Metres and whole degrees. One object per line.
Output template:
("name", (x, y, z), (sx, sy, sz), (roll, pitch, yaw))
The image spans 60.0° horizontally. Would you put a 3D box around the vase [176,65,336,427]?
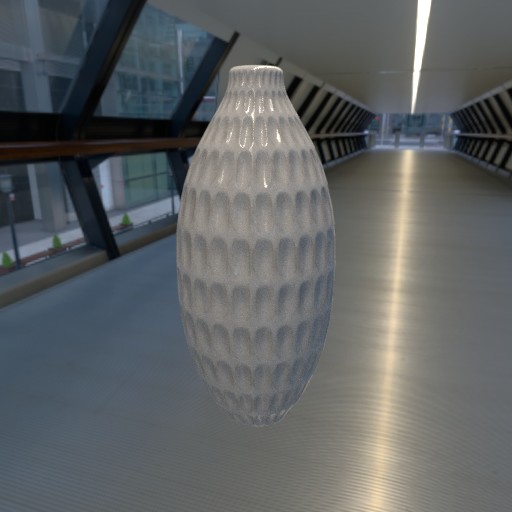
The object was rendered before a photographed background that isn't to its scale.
("vase", (0.000, 0.000, 0.359), (0.127, 0.282, 0.127), (0, 17, 0))
